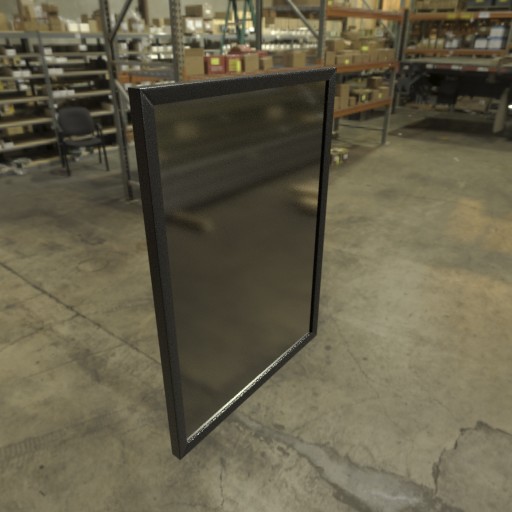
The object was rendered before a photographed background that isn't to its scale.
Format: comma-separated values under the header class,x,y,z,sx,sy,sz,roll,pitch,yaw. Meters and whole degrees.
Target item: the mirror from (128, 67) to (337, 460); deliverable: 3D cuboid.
class,x,y,z,sx,sy,sz,roll,pitch,yaw
mirror,0.000,0.000,1.340,0.040,1.016,0.762,19,32,34
